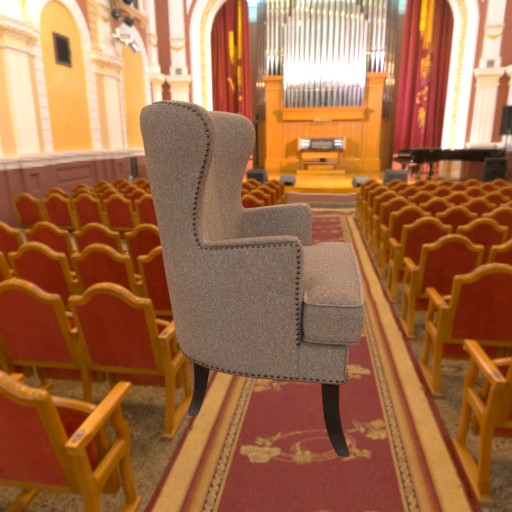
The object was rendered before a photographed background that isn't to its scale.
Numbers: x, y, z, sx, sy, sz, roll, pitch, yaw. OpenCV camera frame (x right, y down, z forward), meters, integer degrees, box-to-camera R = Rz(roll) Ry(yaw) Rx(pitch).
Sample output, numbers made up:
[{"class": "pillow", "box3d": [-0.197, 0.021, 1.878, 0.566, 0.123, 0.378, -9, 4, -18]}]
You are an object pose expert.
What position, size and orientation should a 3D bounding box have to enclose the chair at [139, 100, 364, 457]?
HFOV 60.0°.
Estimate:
[{"class": "chair", "box3d": [0.000, 0.000, 1.649, 0.758, 1.060, 0.759, 2, 15, 9]}]
